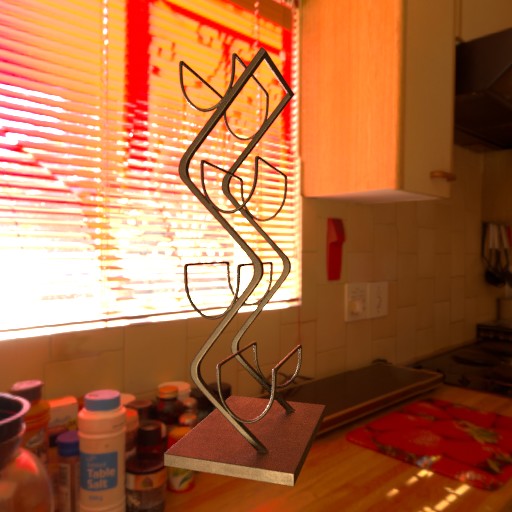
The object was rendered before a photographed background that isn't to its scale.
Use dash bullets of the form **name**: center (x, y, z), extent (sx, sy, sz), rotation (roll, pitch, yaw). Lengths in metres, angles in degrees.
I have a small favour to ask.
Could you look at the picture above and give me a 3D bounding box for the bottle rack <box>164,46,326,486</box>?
- **bottle rack**: center (0.000, 0.000, 0.684), extent (0.178, 0.559, 0.254), rotation (0, 0, 18)
